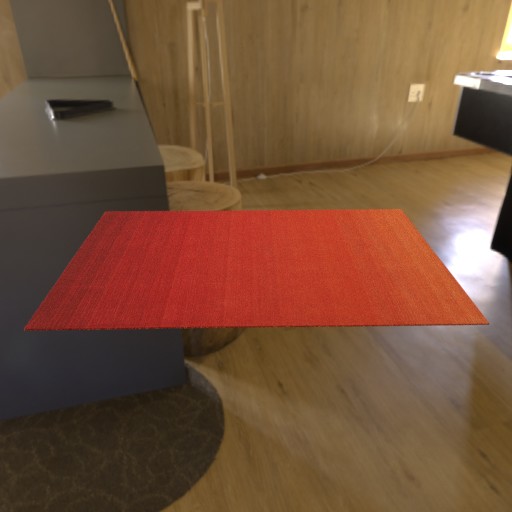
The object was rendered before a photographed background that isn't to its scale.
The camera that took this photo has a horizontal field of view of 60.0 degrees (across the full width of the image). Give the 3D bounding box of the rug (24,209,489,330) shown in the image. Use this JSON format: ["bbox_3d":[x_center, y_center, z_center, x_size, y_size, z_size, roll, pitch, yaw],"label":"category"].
[{"bbox_3d":[0.000,0.000,2.983,2.442,0.010,1.531,-1,29,-1],"label":"rug"}]
